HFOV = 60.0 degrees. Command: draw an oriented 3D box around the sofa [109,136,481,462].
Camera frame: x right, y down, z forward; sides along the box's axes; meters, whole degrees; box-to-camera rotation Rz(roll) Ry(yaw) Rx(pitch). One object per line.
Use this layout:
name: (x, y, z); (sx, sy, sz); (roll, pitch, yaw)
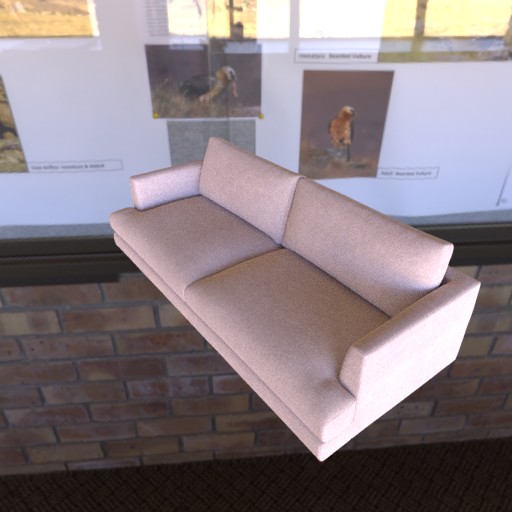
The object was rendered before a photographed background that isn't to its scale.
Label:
sofa: (0.000, 0.000, 2.711); (1.020, 0.868, 2.250); (-22, 38, -30)
